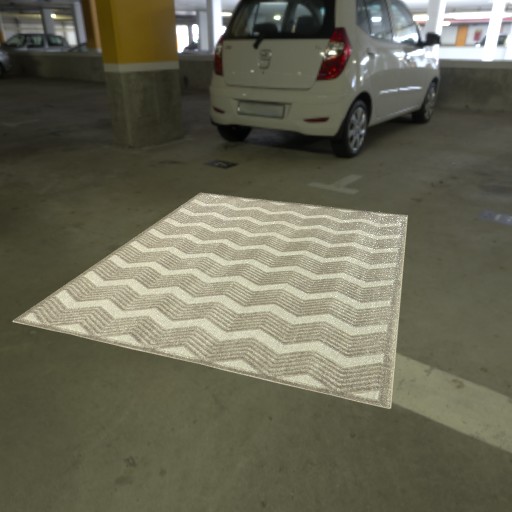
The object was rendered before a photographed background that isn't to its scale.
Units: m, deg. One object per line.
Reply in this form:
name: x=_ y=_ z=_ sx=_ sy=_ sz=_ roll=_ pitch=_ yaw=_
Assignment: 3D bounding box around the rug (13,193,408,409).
rug: x=0.000 y=0.000 z=3.776 sx=2.391 sy=0.005 sz=2.880 roll=8 pitch=27 yaw=17
